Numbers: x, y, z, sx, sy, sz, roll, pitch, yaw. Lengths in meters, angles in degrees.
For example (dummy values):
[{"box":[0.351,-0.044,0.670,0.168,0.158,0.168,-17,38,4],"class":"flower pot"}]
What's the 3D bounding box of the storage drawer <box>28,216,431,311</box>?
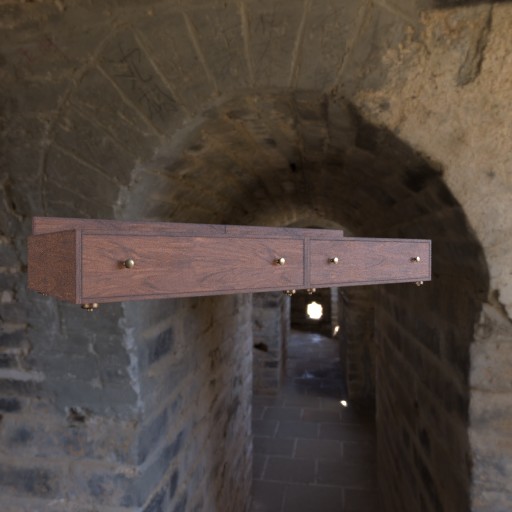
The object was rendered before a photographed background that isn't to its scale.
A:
[{"box":[0.000,0.000,2.204,1.914,0.339,0.774,0,1,-37],"class":"storage drawer"}]
